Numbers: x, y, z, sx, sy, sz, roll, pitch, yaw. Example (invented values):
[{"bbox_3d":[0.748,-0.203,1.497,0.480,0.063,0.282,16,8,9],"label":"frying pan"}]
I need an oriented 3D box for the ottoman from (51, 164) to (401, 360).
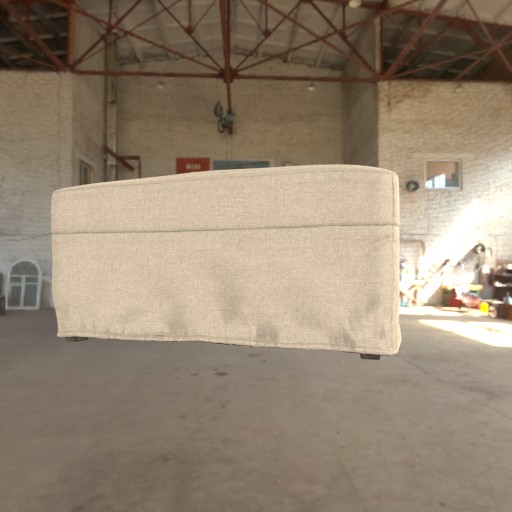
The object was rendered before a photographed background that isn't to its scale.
[{"bbox_3d":[0.000,0.000,1.364,0.840,0.436,0.843,0,-1,17],"label":"ottoman"}]
